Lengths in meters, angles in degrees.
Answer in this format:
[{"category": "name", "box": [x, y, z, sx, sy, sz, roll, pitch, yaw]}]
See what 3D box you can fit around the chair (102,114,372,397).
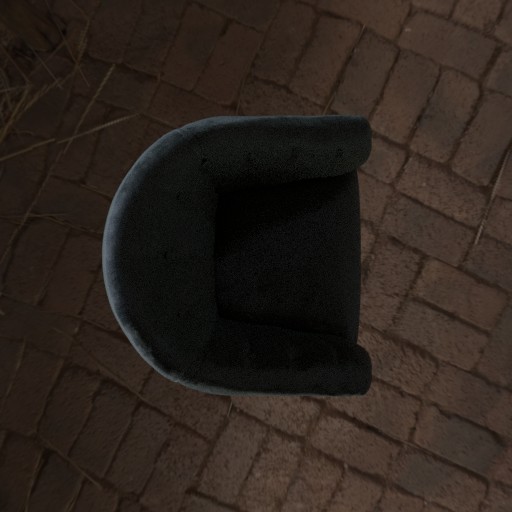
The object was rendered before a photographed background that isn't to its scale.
[{"category": "chair", "box": [0.000, 0.000, 1.518, 0.776, 0.885, 0.851, 0, 90, 1]}]
